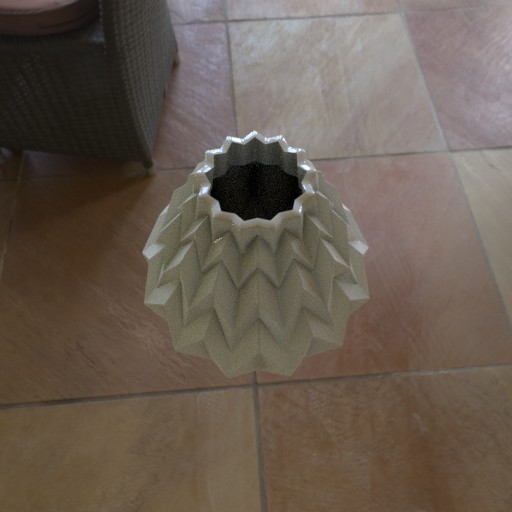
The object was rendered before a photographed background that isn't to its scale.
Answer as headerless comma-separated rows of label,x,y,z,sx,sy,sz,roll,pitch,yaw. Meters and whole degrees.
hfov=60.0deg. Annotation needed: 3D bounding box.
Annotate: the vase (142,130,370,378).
vase,0.000,0.000,0.309,0.164,0.185,0.164,0,64,0
